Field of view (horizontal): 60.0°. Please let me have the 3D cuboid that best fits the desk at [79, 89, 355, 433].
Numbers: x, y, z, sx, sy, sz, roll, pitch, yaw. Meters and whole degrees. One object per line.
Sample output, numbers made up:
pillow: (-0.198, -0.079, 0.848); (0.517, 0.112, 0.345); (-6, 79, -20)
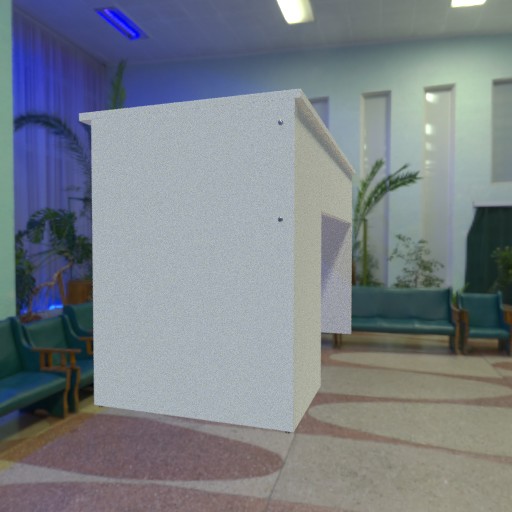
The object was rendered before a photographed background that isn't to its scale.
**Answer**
desk: (0.000, 0.000, 1.537); (0.560, 0.730, 1.096); (1, 2, 18)
